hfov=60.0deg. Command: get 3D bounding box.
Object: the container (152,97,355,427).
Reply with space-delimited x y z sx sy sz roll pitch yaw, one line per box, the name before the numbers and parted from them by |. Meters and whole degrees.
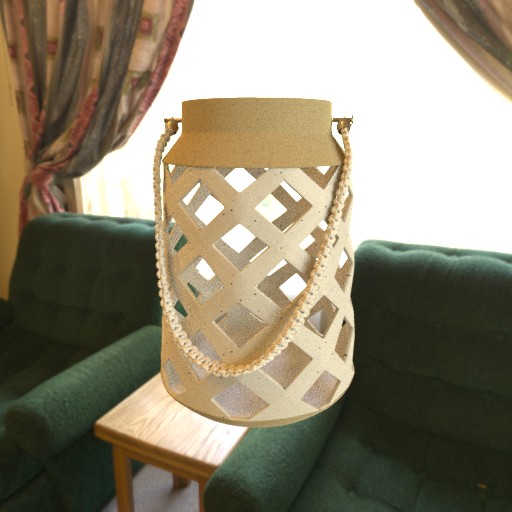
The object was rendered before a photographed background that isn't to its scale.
container | 0.000 0.000 0.348 0.163 0.229 0.172 2 16 8
